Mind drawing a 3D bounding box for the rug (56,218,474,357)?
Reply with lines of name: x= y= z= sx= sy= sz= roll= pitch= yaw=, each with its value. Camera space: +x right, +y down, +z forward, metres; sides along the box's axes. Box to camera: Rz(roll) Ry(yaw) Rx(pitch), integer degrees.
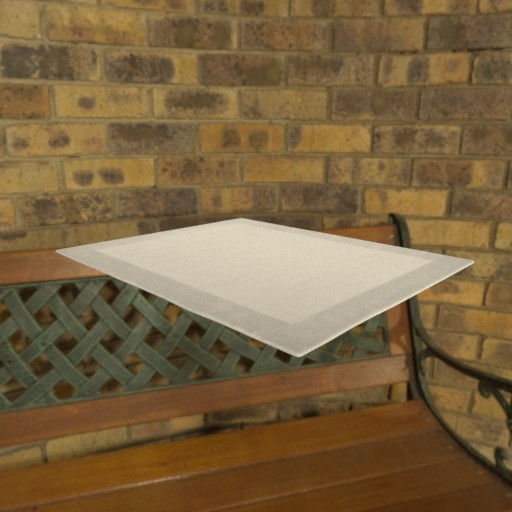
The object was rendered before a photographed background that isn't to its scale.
rug: x=0.000 y=0.000 z=4.031 sx=2.976 sy=0.018 sz=2.430 roll=14 pitch=21 yaw=43
